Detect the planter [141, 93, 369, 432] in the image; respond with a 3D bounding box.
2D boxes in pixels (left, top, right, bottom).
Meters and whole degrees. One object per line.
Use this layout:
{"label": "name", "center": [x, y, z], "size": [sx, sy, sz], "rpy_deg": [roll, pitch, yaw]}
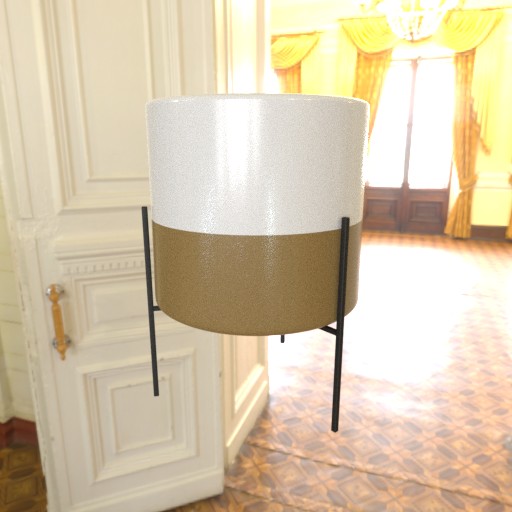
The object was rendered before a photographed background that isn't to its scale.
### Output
{"label": "planter", "center": [0.000, 0.000, 0.660], "size": [0.310, 0.432, 0.310], "rpy_deg": [-7, 16, -26]}
